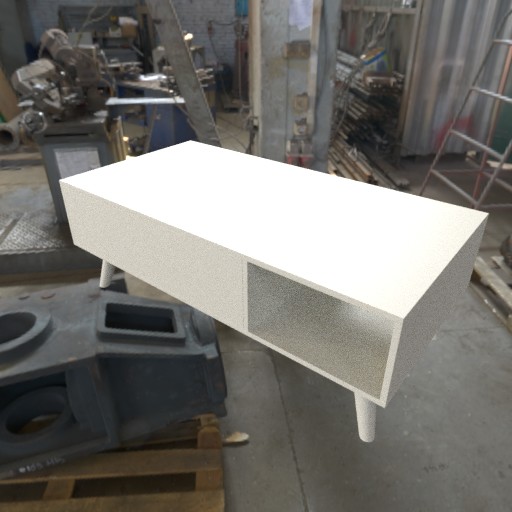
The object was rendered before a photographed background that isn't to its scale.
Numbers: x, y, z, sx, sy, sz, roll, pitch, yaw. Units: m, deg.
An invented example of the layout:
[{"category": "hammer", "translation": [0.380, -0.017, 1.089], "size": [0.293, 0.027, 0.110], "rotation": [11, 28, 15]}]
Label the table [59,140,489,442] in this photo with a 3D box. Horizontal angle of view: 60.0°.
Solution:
[{"category": "table", "translation": [0.000, 0.000, 1.471], "size": [1.194, 0.432, 0.609], "rotation": [22, 37, 32]}]
